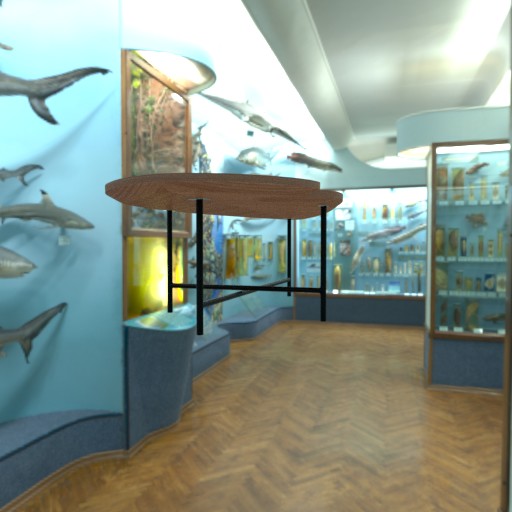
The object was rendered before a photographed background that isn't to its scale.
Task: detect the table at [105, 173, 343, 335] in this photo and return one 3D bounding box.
[{"bbox_3d":[0.000,0.000,1.459,0.598,0.360,1.199,1,2,19],"label":"table"}]
